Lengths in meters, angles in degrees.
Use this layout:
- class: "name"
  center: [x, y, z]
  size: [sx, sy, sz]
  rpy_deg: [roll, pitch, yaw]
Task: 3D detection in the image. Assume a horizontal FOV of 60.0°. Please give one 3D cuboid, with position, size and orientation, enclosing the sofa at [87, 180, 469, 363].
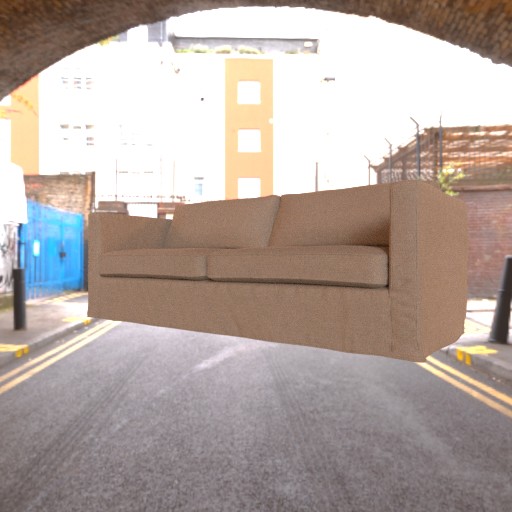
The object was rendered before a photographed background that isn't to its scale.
- class: "sofa"
  center: [0.000, 0.000, 2.766]
  size: [2.296, 0.847, 0.956]
  rpy_deg: [0, 0, 36]
